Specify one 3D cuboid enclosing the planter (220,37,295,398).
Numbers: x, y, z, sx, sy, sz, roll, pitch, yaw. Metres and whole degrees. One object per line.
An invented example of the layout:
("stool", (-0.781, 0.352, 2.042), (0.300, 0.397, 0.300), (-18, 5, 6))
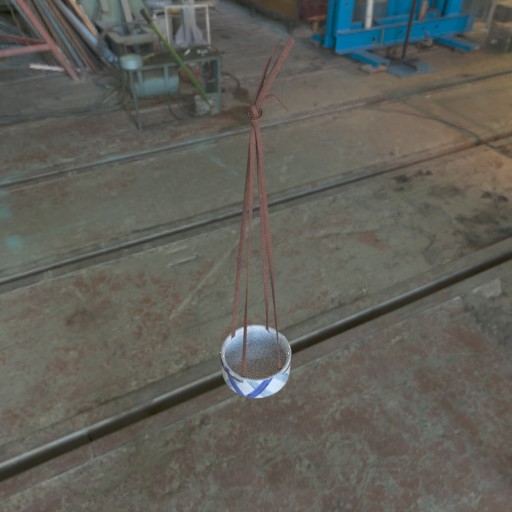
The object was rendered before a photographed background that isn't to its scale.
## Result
("planter", (0.000, 0.000, 0.835), (0.166, 0.751, 0.166), (11, 42, 13))
